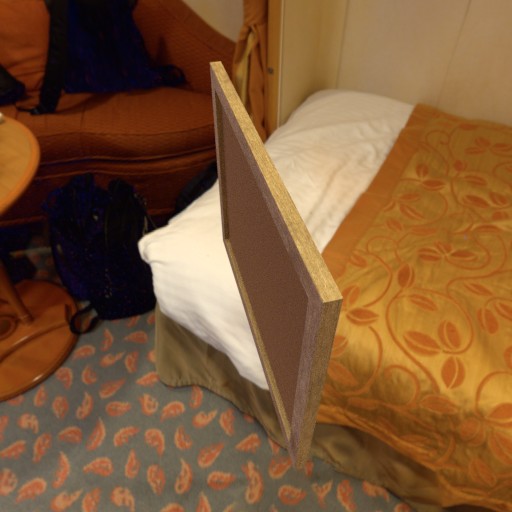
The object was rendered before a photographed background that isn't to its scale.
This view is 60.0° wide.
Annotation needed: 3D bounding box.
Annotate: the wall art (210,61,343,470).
[{"bbox_3d":[0.000,0.000,0.928,0.026,0.535,0.690,-11,47,-10],"label":"wall art"}]
